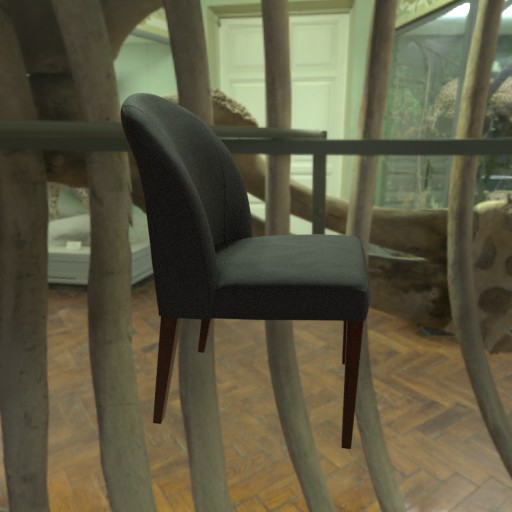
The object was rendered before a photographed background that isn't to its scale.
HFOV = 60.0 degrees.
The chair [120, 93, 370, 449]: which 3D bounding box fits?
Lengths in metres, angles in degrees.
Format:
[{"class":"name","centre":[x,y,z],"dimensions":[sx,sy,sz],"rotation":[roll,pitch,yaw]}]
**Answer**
[{"class":"chair","centre":[0.000,0.000,1.265],"dimensions":[0.619,0.879,0.506],"rotation":[3,17,10]}]
